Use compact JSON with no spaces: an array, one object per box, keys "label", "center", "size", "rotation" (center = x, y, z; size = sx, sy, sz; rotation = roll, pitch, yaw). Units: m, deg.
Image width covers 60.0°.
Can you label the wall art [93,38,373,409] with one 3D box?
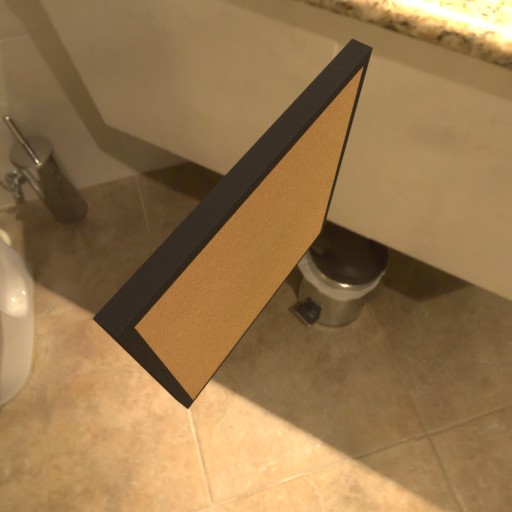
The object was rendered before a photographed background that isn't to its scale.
[{"label":"wall art","center":[0.000,0.000,0.754],"size":[0.033,0.507,0.508],"rotation":[33,68,15]}]
